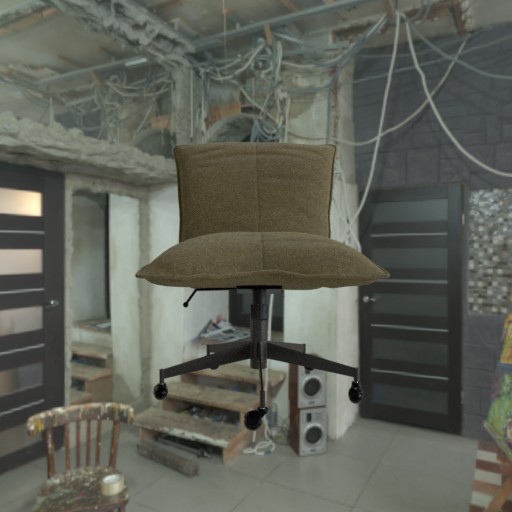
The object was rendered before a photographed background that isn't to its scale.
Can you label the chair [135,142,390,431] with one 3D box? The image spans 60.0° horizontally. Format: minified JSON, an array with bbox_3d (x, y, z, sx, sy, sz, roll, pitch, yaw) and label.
[{"bbox_3d":[0.000,0.000,1.302,0.597,0.811,0.696,0,1,-1],"label":"chair"}]
